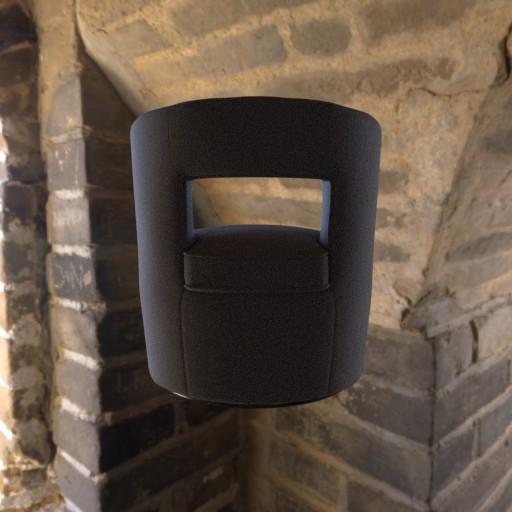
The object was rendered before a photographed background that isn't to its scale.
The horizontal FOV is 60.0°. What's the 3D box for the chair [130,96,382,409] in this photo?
[{"bbox_3d":[0.000,0.000,1.285,0.689,0.719,0.660,0,2,-1],"label":"chair"}]
